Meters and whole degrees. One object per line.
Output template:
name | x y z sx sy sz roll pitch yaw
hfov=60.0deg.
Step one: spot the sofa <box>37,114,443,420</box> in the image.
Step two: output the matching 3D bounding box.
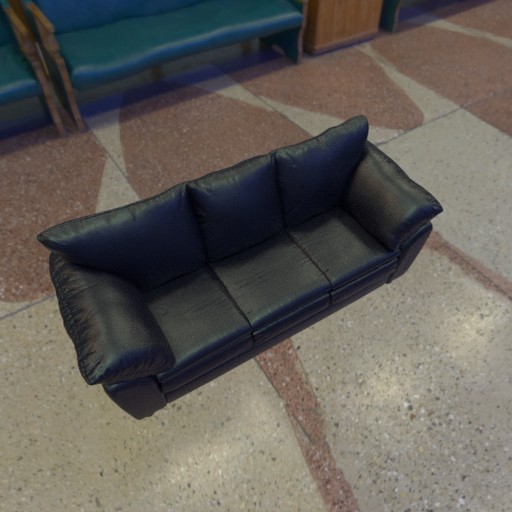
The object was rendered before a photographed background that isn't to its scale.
sofa | 0.000 0.000 2.805 2.336 1.073 0.880 -25 53 -20
